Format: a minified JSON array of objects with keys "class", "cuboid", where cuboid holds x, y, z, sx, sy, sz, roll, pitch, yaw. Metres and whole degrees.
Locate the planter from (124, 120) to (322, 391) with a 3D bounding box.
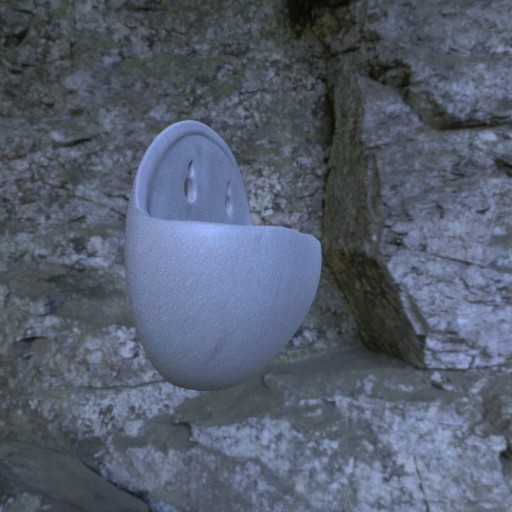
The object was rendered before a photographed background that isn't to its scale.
[{"class":"planter","cuboid":[0.000,0.000,0.275,0.073,0.164,0.190,-1,-2,17]}]
